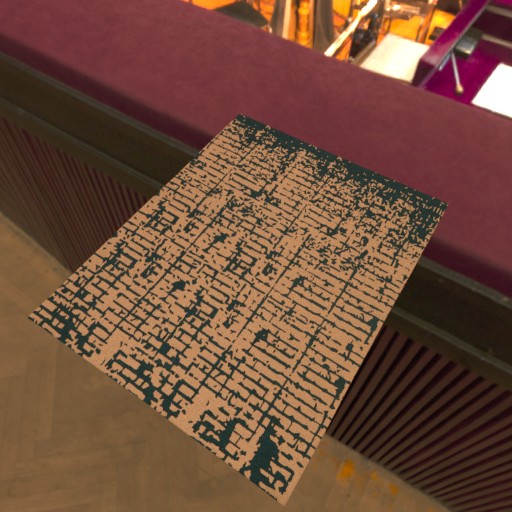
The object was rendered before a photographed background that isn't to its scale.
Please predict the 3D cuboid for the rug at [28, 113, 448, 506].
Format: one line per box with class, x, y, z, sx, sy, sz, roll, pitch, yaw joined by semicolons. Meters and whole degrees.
rug;0.000;0.000;3.896;2.416;0.014;3.017;29;61;18
